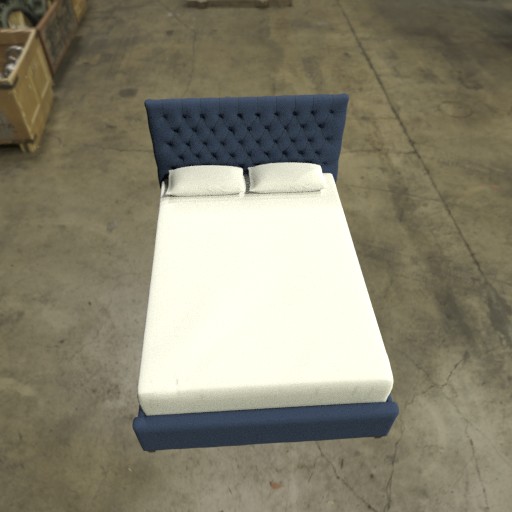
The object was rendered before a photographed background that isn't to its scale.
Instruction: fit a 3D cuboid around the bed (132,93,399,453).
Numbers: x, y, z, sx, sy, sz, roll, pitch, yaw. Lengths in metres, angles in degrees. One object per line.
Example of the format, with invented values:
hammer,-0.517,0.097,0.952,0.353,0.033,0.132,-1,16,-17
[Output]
bed,0.000,0.000,3.394,1.706,1.427,2.387,-3,47,-2
